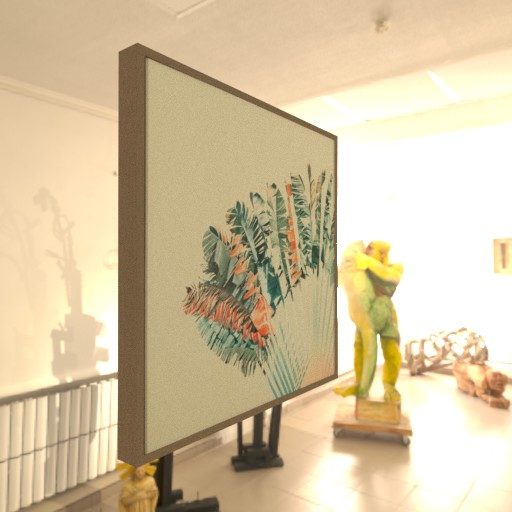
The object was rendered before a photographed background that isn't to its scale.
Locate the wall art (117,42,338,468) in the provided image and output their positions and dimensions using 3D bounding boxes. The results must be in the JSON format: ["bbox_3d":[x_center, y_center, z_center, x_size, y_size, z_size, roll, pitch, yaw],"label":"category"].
[{"bbox_3d":[0.000,0.000,0.739,0.038,0.506,0.508,0,-1,38],"label":"wall art"}]
